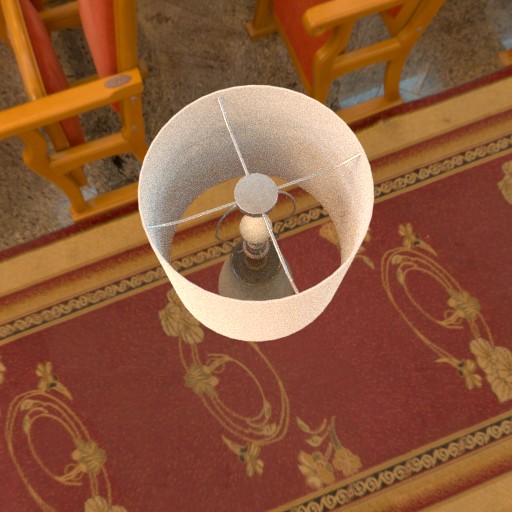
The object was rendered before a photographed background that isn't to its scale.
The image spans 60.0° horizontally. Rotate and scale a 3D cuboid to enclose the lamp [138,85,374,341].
[{"bbox_3d":[0.000,0.000,0.486,0.186,0.369,0.186,0,75,0],"label":"lamp"}]
